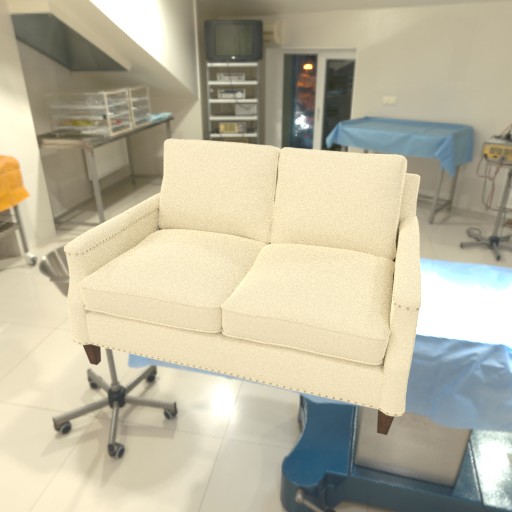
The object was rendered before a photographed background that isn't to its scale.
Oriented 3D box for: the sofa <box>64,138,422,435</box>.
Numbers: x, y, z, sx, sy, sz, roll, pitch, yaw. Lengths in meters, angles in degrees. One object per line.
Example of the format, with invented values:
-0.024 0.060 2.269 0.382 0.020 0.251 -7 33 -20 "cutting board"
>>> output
0.000 0.000 2.281 1.597 1.003 1.084 8 26 17 "sofa"
